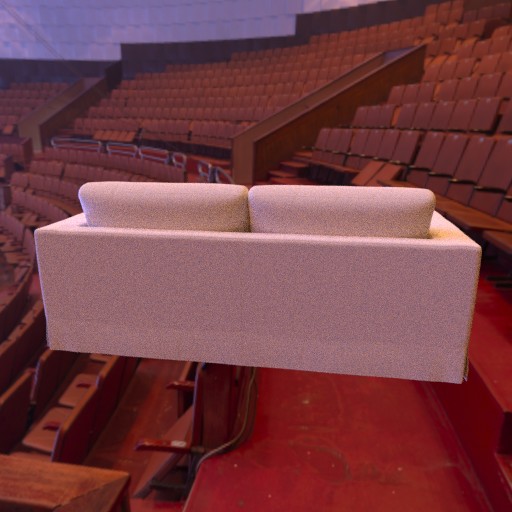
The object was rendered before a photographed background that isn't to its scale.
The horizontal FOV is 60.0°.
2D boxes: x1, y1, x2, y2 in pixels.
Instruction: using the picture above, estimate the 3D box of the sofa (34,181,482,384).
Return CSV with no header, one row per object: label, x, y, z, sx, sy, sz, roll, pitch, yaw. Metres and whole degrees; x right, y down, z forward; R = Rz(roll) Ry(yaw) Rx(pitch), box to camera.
sofa,0.000,0.000,2.566,2.163,0.881,0.954,3,16,9
